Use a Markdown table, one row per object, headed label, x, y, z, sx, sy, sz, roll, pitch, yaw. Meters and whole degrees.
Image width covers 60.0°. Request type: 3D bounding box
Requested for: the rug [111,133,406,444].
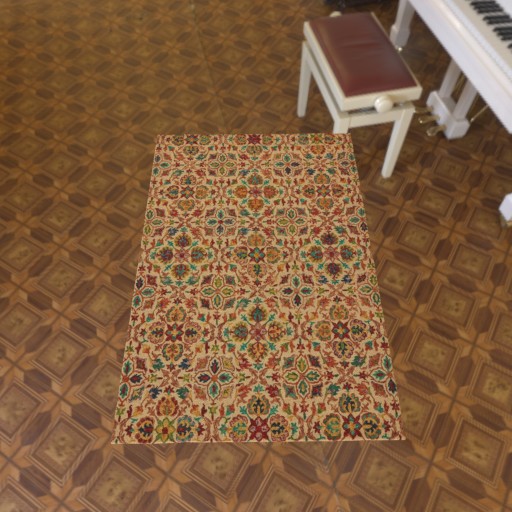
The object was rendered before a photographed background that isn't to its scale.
| label | x | y | z | sx | sy | sz | roll | pitch | yaw |
| --- | --- | --- | --- | --- | --- | --- | --- | --- | --- |
| rug | 0.000 | 0.000 | 2.924 | 1.541 | 0.018 | 2.297 | -1 | 58 | 0 |
